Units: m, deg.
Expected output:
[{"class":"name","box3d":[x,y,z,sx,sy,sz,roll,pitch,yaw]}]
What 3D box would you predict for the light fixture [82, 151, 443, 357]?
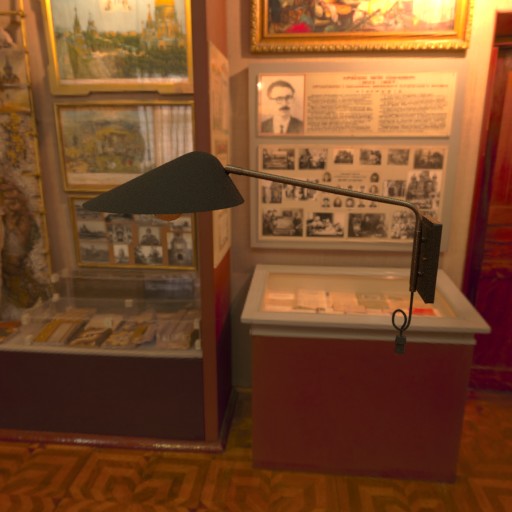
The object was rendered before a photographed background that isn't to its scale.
[{"class":"light fixture","box3d":[0.000,0.000,0.679,0.516,0.312,0.240,2,15,7]}]
